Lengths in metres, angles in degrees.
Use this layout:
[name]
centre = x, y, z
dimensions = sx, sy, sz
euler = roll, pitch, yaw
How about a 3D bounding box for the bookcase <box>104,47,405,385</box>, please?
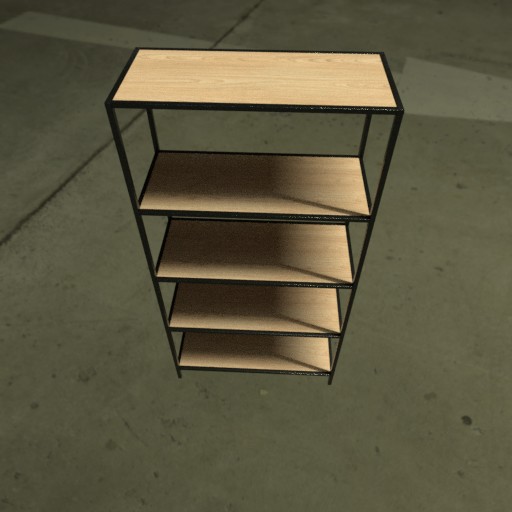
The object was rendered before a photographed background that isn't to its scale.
[bookcase]
centre = 0.000, 0.000, 1.800
dimensions = 0.770, 1.500, 0.350
euler = 2, 47, 2
